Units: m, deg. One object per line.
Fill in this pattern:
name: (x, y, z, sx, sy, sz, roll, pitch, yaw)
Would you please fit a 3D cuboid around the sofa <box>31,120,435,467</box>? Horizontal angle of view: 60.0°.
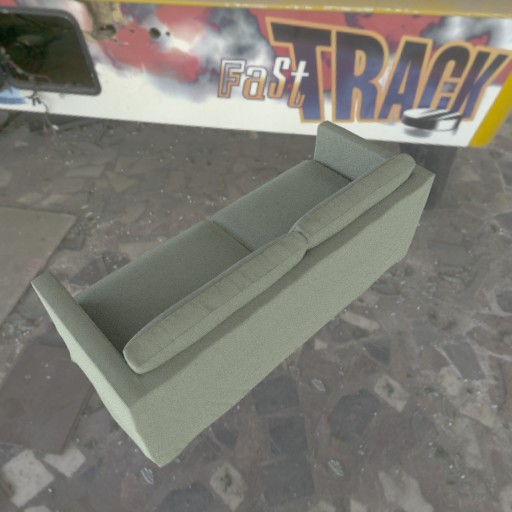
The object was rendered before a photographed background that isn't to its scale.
sofa: (0.000, 0.000, 2.736, 2.312, 0.853, 0.962, -34, 56, -28)
